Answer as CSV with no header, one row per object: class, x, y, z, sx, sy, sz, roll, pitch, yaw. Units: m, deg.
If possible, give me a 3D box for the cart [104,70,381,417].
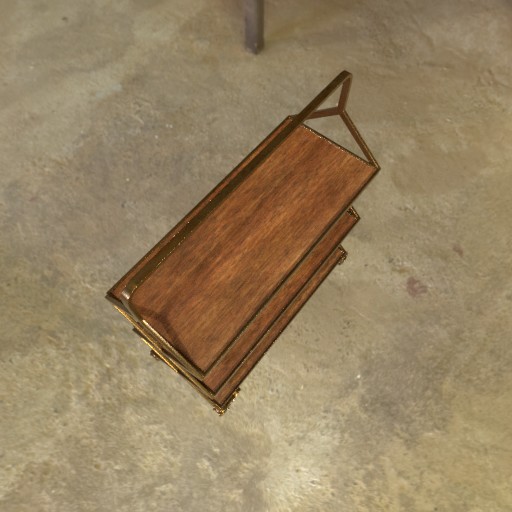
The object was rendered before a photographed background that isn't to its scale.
cart,0.000,0.000,1.209,0.313,0.805,0.723,36,69,16
